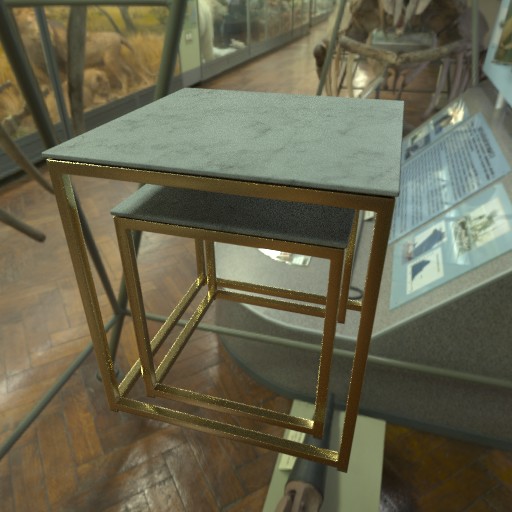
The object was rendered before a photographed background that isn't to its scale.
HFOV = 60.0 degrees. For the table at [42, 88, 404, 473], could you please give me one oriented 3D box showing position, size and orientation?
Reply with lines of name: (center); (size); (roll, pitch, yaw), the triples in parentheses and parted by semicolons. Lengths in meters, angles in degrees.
table: (0.000, 0.000, 0.836); (0.450, 0.500, 0.450); (9, 32, 14)
